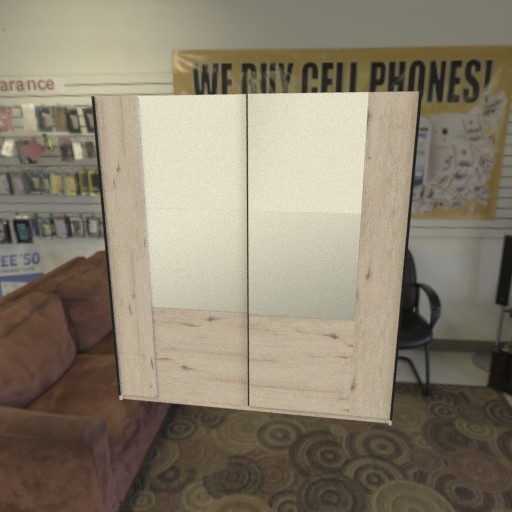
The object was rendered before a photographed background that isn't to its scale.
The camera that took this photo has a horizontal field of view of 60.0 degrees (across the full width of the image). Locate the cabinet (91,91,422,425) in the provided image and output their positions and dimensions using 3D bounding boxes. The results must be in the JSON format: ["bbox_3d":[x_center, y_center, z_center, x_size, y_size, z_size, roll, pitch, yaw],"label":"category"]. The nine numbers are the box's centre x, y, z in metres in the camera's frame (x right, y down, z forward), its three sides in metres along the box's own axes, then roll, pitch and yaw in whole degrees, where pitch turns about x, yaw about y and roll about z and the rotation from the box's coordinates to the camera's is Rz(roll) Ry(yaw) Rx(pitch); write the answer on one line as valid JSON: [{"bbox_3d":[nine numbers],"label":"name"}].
[{"bbox_3d":[0.000,0.000,3.243,2.000,2.180,0.660,2,15,9],"label":"cabinet"}]
